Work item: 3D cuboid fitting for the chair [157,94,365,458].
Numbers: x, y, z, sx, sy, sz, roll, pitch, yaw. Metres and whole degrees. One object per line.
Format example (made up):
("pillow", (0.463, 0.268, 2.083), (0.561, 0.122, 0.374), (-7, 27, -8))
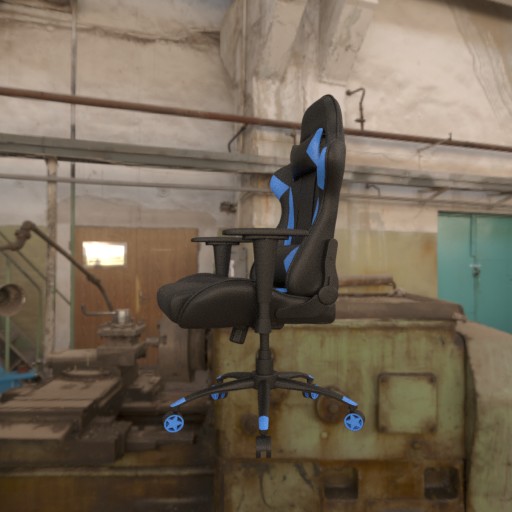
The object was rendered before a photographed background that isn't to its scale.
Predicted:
("chair", (0.000, 0.000, 1.728), (0.730, 1.282, 0.695), (0, 0, -18))
